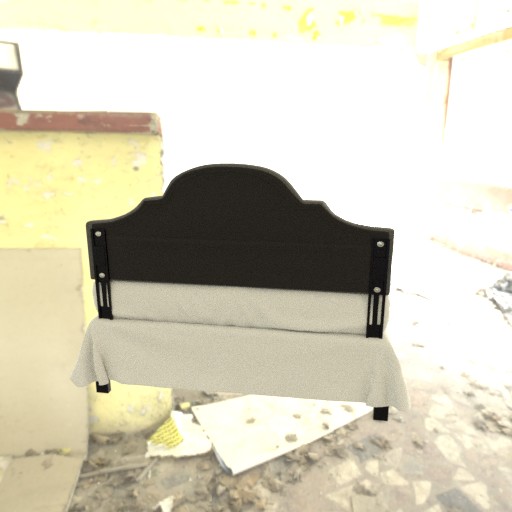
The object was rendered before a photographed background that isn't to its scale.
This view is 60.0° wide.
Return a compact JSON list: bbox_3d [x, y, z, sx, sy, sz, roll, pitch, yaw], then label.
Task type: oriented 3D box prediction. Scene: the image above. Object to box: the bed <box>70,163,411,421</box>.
[{"bbox_3d":[0.000,0.000,3.769,2.303,1.631,2.222,2,15,9],"label":"bed"}]
